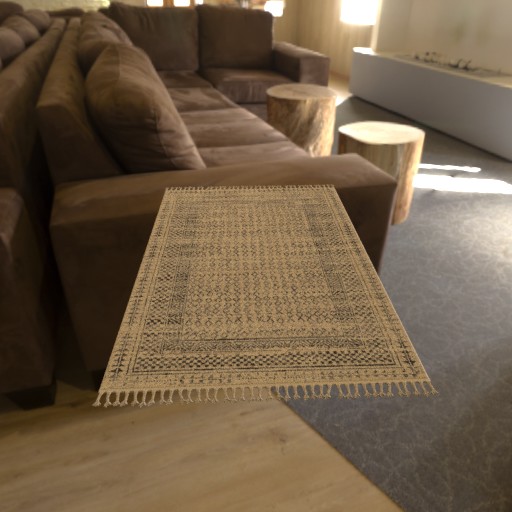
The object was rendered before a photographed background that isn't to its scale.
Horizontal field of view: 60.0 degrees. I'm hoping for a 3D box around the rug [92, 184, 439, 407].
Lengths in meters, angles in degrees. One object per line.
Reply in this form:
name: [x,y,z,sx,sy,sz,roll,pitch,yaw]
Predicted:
rug: [0.000,0.000,3.012,1.548,0.013,2.486,-1,31,-2]
